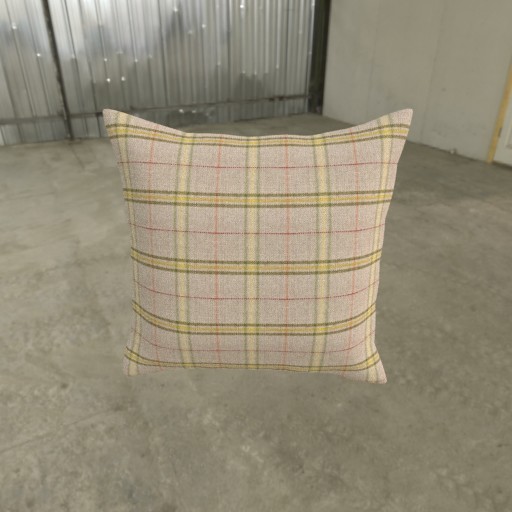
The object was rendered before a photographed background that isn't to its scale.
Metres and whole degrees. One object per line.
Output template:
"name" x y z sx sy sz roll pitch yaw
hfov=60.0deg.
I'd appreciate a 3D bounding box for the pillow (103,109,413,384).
"pillow" 0.000 0.000 0.700 0.453 0.430 0.200 1 29 1
